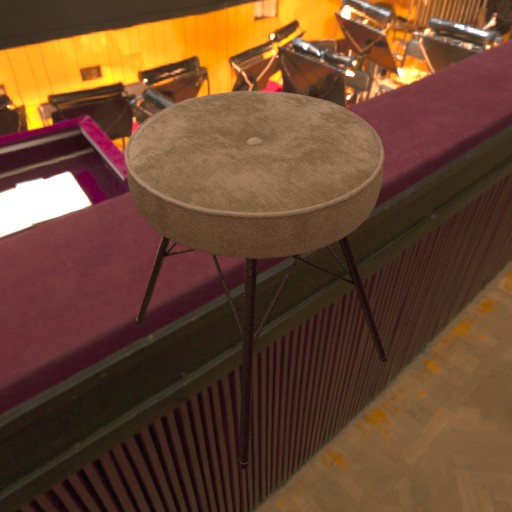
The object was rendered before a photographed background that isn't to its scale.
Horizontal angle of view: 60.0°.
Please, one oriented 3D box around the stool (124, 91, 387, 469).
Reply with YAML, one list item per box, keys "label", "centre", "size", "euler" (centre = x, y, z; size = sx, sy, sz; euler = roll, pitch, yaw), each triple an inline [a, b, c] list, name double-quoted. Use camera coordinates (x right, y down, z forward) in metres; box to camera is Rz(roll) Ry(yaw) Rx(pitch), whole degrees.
- label: "stool"
  centre: [0.000, 0.000, 0.881]
  size: [0.423, 0.538, 0.457]
  euler: [-27, 48, -27]
